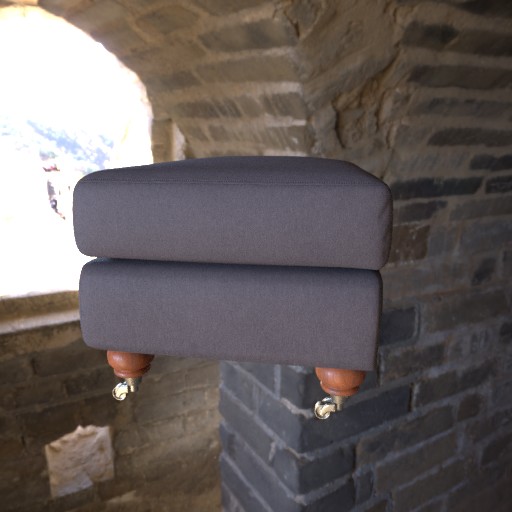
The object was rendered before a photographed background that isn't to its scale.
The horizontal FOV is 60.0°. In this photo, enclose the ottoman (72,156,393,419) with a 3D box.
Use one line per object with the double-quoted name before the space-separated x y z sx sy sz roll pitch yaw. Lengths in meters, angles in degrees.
"ottoman" 0.000 0.000 1.129 0.574 0.497 0.773 2 14 9
